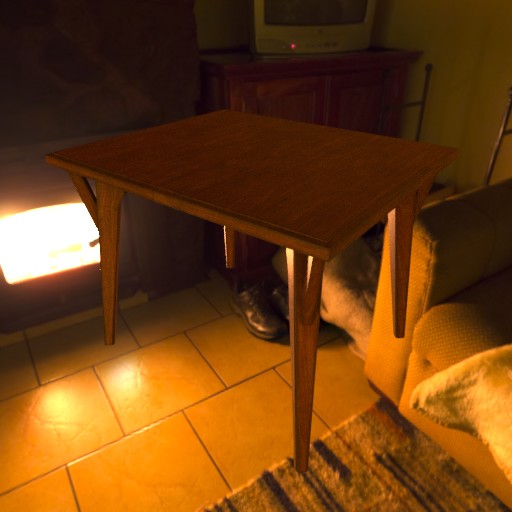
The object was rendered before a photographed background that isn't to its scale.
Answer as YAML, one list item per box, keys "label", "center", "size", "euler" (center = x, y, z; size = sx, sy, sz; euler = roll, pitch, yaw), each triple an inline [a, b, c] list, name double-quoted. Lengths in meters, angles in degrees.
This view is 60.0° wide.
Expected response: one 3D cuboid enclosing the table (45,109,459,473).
- label: "table"
  center: [0.000, 0.000, 1.569]
  size: [0.991, 0.761, 0.838]
  euler: [21, 36, 32]
